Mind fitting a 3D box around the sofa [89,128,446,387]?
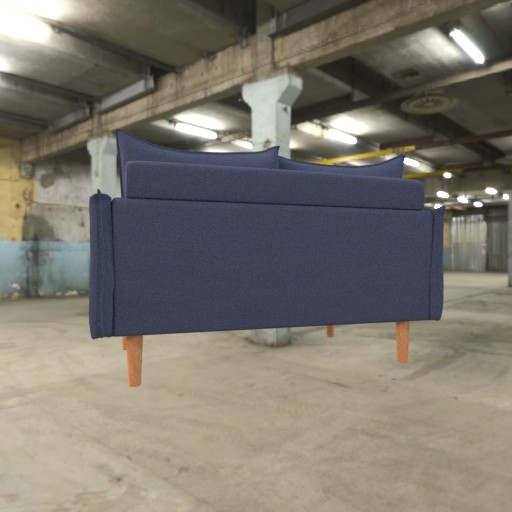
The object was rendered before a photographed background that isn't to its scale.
[{"bbox_3d":[0.000,0.000,1.879,1.300,0.840,0.820,0,0,-19],"label":"sofa"}]
